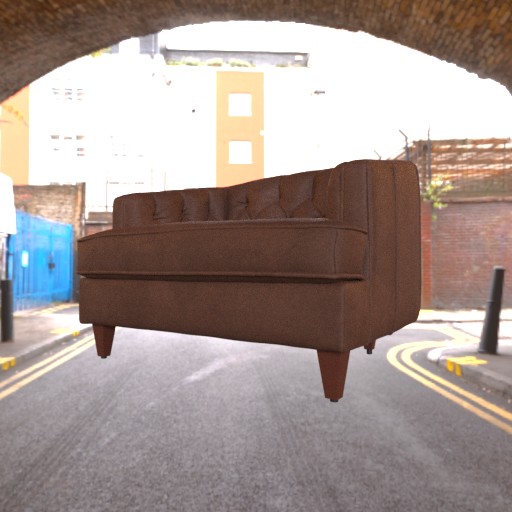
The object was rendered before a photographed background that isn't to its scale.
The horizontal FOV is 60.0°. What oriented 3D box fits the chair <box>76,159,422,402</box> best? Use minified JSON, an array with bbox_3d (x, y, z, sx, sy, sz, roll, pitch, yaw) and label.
[{"bbox_3d":[0.000,0.000,1.710,1.118,0.787,0.914,-1,-2,35],"label":"chair"}]
